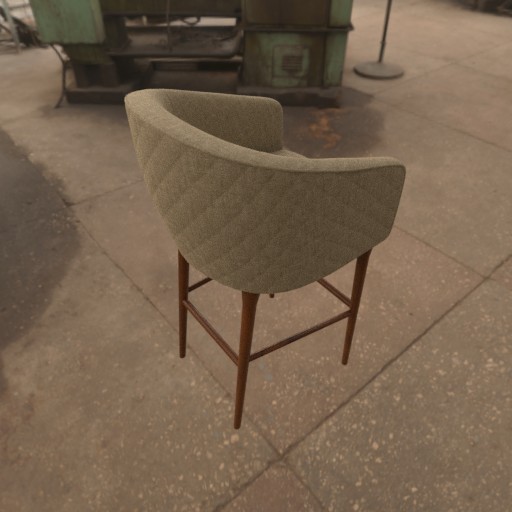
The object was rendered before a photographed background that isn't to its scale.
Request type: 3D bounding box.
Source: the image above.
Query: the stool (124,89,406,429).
[{"bbox_3d":[0.000,0.000,1.406,0.607,1.078,0.559,-27,47,-27],"label":"stool"}]
